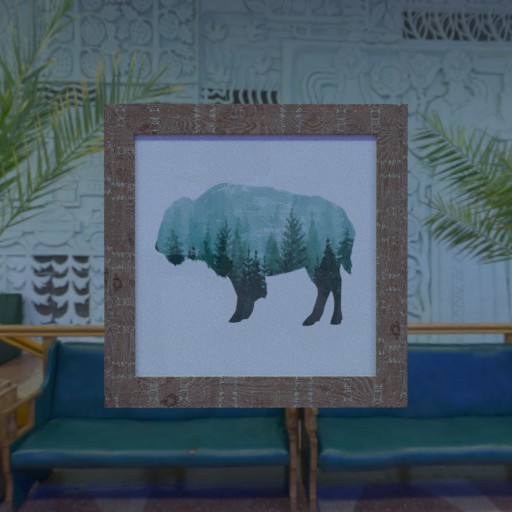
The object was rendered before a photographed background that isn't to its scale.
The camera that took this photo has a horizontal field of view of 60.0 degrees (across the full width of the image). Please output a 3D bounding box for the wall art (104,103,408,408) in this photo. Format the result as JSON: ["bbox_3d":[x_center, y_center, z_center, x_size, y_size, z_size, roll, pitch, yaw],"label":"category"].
[{"bbox_3d":[0.000,0.000,0.566,0.380,0.380,0.022,0,0,0],"label":"wall art"}]
